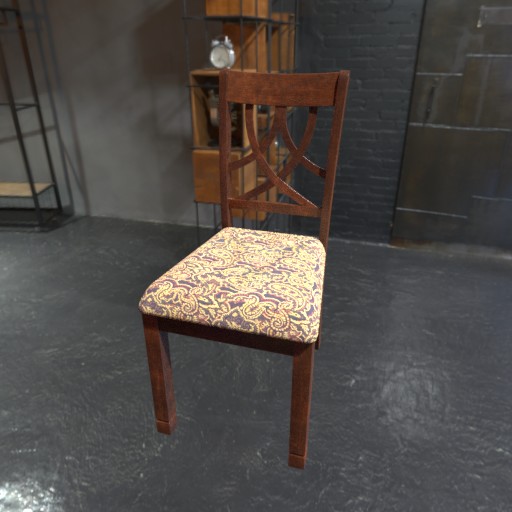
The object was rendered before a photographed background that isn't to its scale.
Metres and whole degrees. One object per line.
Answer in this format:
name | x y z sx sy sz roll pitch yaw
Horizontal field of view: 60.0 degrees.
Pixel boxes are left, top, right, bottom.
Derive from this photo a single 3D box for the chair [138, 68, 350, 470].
chair | 0.000 0.000 1.278 0.457 0.965 0.584 8 27 15
